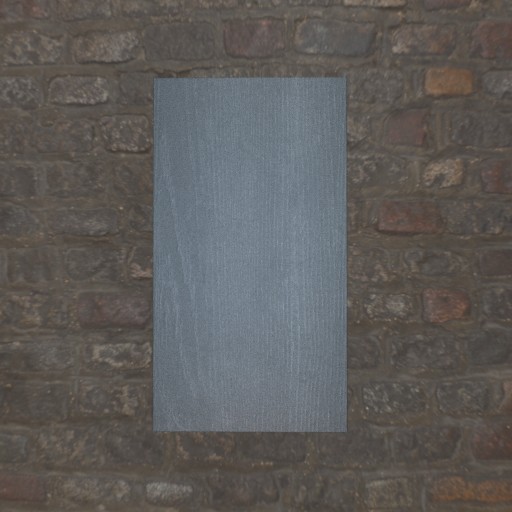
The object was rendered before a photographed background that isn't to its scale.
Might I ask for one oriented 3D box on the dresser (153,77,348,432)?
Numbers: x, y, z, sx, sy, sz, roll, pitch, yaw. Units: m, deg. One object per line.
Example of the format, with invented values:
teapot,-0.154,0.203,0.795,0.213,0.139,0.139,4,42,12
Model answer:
dresser,0.000,0.000,1.383,0.398,1.020,0.700,0,90,1
